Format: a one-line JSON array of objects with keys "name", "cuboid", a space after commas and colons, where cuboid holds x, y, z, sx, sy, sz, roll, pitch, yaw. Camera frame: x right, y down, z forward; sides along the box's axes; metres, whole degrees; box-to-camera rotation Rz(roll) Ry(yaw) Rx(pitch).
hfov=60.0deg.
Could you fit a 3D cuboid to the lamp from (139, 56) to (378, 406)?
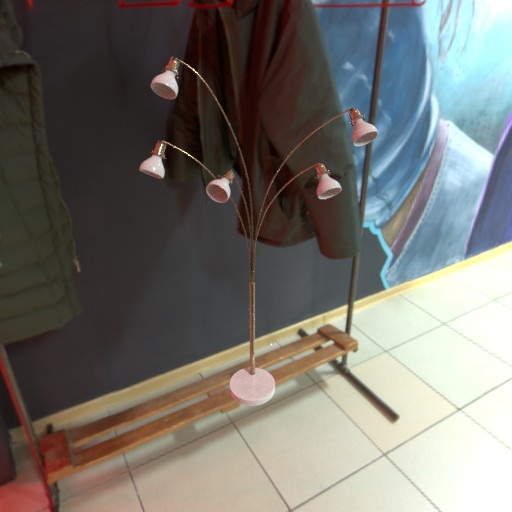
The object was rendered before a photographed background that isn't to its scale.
[{"name": "lamp", "cuboid": [0.000, 0.000, 2.965, 1.405, 2.423, 0.361, 1, 29, 2]}]
